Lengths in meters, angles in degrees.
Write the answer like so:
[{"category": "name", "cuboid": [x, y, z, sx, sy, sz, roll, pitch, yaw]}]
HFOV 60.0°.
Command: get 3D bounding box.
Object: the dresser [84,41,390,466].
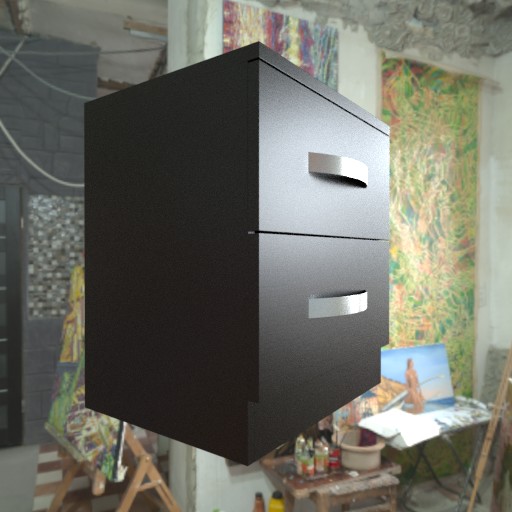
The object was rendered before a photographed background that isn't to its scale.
[{"category": "dresser", "cuboid": [0.000, 0.000, 0.735, 0.360, 0.470, 0.400, 0, 0, 37]}]
